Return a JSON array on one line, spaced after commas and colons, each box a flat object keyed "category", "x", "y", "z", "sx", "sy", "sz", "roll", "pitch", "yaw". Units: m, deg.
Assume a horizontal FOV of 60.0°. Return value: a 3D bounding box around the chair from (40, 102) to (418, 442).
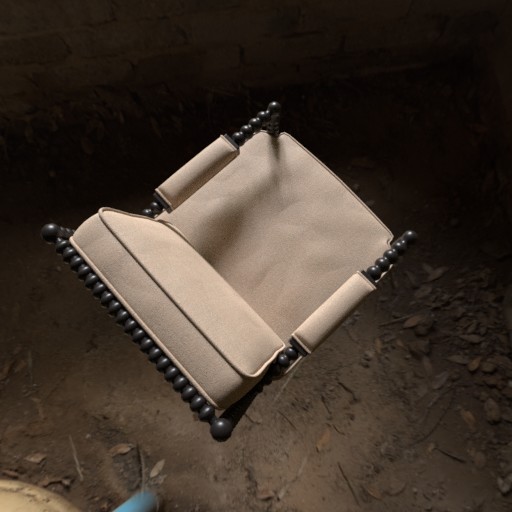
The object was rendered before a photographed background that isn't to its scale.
[{"category": "chair", "x": 0.000, "y": 0.000, "z": 1.177, "sx": 0.657, "sy": 0.703, "sz": 0.555, "roll": -42, "pitch": 80, "yaw": -9}]
